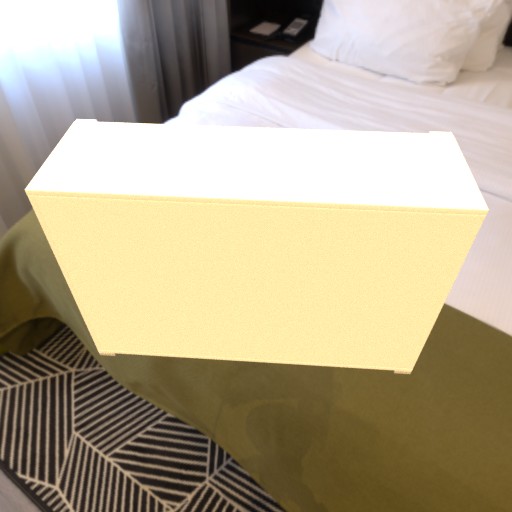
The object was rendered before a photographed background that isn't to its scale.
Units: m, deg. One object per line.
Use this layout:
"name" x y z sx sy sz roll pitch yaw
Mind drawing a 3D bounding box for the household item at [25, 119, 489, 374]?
"household item" 0.000 0.000 1.693 1.300 0.867 0.420 3 45 3
